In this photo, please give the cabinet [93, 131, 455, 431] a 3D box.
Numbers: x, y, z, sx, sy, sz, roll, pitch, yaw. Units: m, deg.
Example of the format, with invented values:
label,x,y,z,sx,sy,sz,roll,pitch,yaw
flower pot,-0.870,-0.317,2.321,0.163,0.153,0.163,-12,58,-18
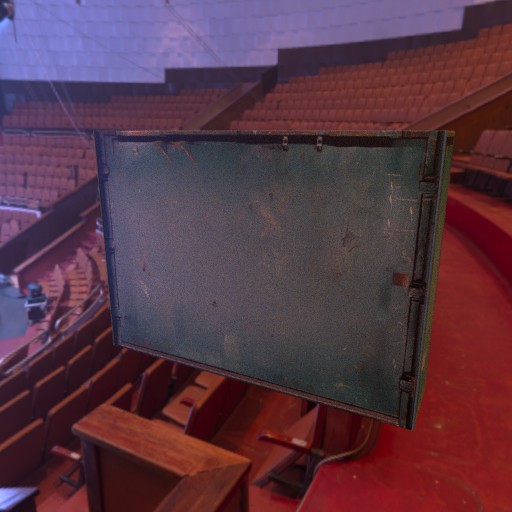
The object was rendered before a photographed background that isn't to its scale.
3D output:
label,x,y,z,sx,sy,sz,roll,pitch,yaw
cabinet,0.000,0.000,3.974,3.001,2.160,0.680,8,18,26
